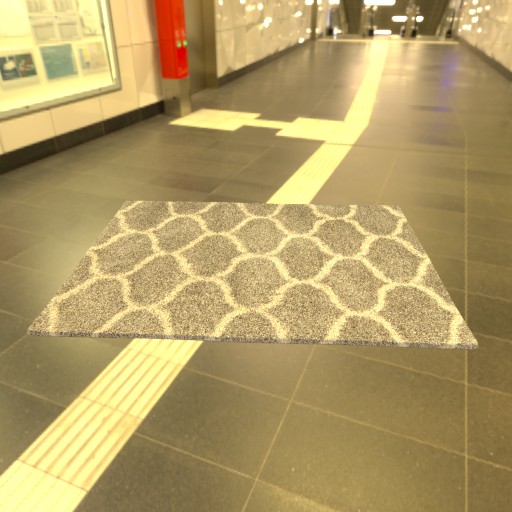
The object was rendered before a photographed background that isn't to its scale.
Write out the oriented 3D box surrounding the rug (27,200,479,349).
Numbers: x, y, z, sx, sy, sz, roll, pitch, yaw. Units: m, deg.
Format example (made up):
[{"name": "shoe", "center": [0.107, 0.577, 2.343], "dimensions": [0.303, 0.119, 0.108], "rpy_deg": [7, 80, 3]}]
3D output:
[{"name": "rug", "center": [0.000, 0.000, 2.077], "dimensions": [1.600, 0.025, 1.200], "rpy_deg": [1, 30, 2]}]
